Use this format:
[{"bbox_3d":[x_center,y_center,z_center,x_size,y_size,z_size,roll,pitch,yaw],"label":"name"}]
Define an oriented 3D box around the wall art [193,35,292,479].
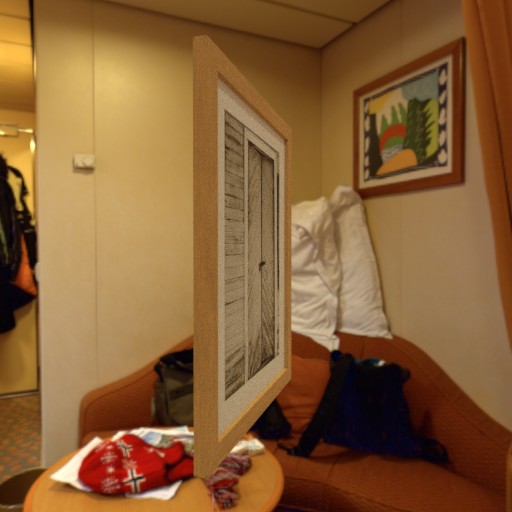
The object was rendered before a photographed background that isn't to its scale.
[{"bbox_3d":[0.000,0.000,0.781,0.020,0.561,0.460,0,1,18],"label":"wall art"}]
